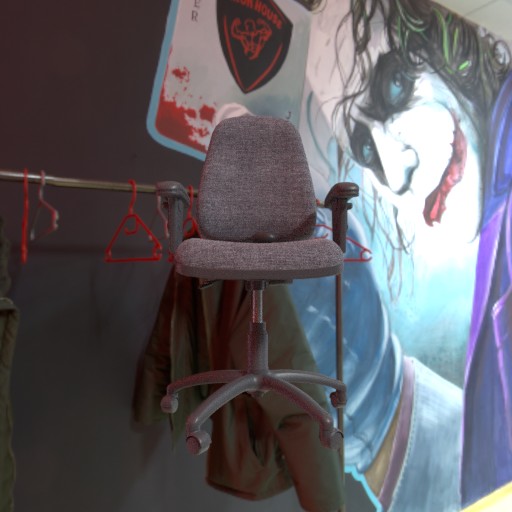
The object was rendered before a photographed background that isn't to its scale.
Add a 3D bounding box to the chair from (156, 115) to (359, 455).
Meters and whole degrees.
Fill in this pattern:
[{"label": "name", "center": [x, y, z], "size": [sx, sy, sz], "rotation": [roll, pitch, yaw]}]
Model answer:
[{"label": "chair", "center": [0.000, 0.000, 1.260], "size": [0.550, 0.910, 0.530], "rotation": [0, -1, -1]}]
